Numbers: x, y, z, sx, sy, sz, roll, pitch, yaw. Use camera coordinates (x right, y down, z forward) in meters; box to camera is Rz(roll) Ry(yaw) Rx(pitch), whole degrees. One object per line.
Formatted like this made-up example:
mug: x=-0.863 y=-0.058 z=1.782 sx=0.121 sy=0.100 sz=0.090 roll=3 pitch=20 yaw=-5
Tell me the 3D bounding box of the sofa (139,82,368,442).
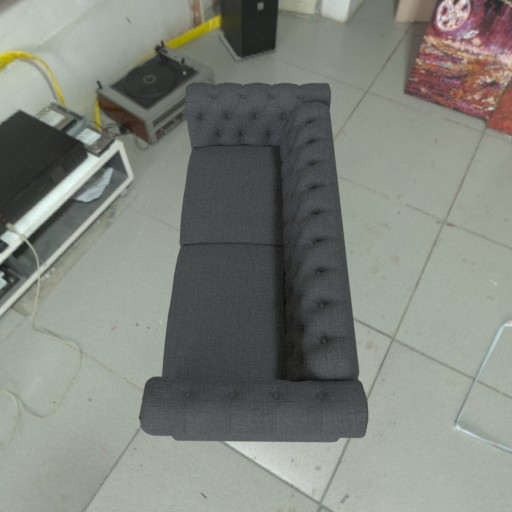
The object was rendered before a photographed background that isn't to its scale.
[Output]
sofa: x=0.000 y=0.000 z=2.230 sx=0.783 sy=0.797 sz=1.798 roll=0 pitch=59 yaw=0
